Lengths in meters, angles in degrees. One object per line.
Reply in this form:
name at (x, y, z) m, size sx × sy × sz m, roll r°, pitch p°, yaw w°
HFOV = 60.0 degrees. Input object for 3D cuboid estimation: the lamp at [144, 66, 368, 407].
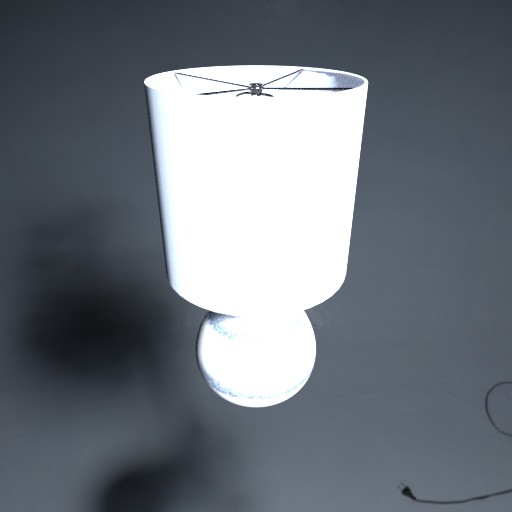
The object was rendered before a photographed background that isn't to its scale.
lamp at (0.000, 0.000, 0.538) m, size 0.216 × 0.404 × 0.216 m, roll 1°, pitch 29°, yaw 1°
